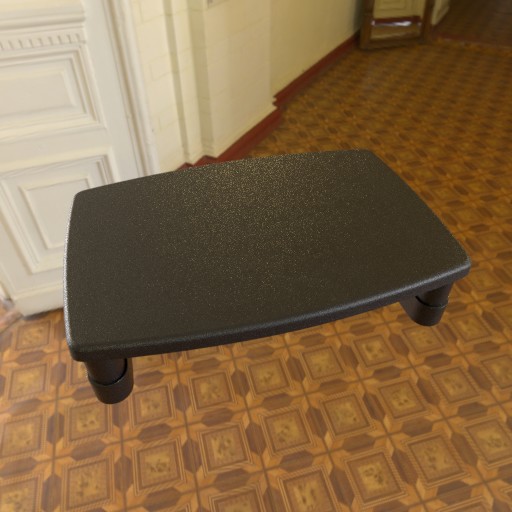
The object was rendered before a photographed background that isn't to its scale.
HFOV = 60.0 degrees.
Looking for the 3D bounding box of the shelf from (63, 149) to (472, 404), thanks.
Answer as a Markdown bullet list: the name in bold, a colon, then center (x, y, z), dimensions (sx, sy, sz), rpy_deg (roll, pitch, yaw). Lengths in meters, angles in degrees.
- **shelf**: center (0.000, 0.000, 0.523), dimensions (0.410, 0.100, 0.280), rpy_deg (-11, 44, -12)
